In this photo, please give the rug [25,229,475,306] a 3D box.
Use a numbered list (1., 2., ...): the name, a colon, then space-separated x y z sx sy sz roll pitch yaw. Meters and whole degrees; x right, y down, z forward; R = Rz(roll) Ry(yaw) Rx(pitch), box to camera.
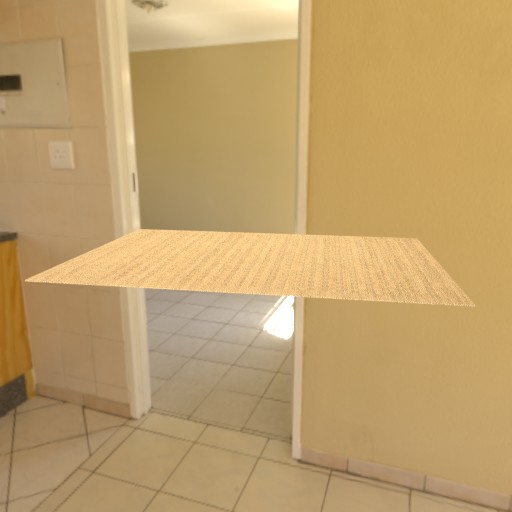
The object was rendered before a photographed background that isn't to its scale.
1. rug: 0.000 0.000 2.240 1.752 0.006 1.142 2 14 9
